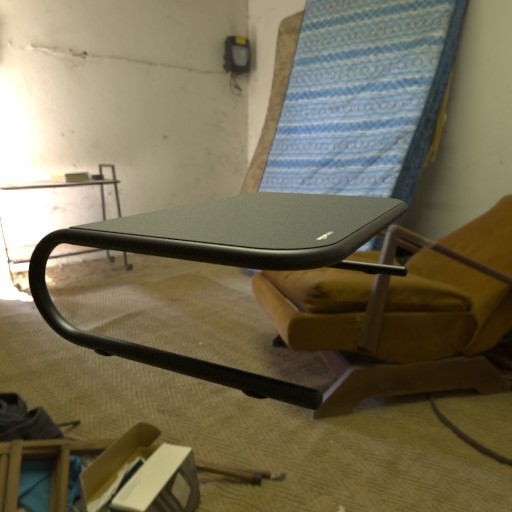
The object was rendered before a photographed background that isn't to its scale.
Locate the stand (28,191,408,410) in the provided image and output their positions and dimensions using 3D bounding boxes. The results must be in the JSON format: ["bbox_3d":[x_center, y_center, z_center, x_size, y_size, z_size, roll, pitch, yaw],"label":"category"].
[{"bbox_3d":[0.000,0.000,0.498,0.280,0.108,0.370,7,15,26],"label":"stand"}]
